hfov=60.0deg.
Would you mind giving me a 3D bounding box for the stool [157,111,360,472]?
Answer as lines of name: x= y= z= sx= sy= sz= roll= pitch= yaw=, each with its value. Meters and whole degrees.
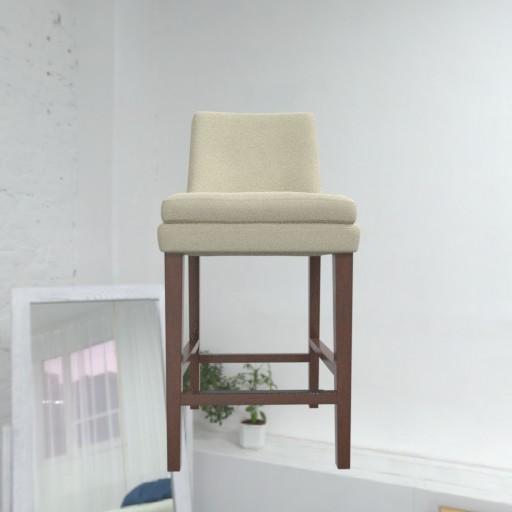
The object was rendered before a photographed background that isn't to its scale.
stool: x=0.000 y=0.000 z=1.268 sx=0.470 sy=0.981 sz=0.577 roll=0 pitch=0 yaw=-2
